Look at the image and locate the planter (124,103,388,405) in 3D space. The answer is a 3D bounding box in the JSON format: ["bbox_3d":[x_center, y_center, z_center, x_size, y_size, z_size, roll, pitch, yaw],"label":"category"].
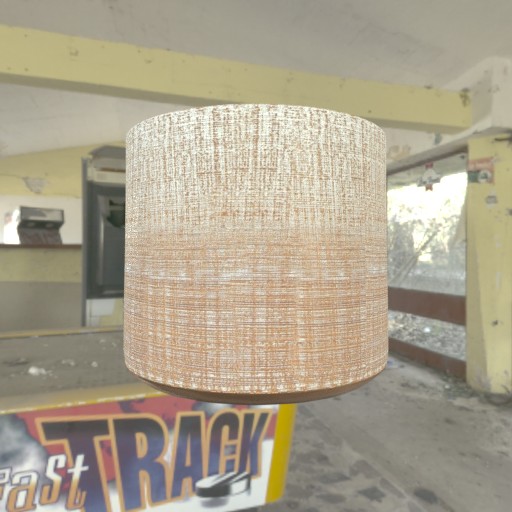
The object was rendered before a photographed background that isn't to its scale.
[{"bbox_3d":[0.000,0.000,0.190,0.109,0.096,0.109,0,0,0],"label":"planter"}]
